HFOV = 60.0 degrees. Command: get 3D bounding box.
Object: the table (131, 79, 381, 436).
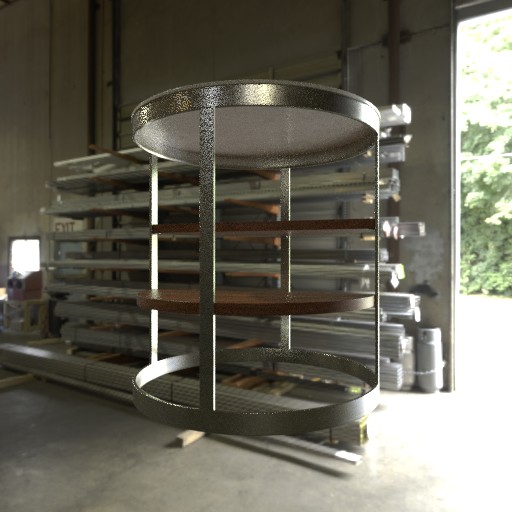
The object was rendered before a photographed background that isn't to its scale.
[{"bbox_3d":[0.000,0.000,0.751,0.407,0.447,0.407,0,0,0],"label":"table"}]
